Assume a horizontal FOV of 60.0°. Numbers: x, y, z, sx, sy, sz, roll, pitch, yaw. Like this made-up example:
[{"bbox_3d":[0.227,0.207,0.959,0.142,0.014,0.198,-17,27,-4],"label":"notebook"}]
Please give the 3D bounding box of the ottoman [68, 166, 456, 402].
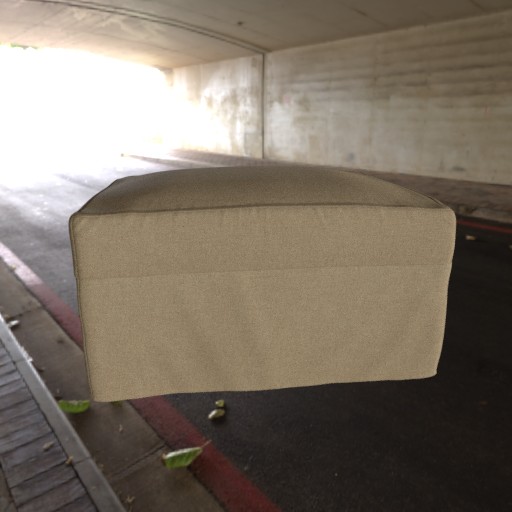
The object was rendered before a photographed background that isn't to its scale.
[{"bbox_3d":[0.000,0.000,1.263,0.833,0.485,0.650,-2,18,-7],"label":"ottoman"}]
